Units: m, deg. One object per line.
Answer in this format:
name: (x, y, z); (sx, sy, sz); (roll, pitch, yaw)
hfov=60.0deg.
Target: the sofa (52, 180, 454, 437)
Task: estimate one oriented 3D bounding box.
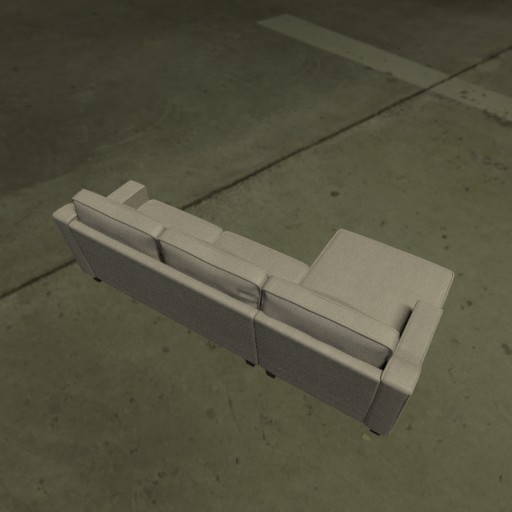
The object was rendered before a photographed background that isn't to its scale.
sofa: (0.000, 0.000, 3.191); (2.561, 0.928, 1.294); (24, 50, 22)
